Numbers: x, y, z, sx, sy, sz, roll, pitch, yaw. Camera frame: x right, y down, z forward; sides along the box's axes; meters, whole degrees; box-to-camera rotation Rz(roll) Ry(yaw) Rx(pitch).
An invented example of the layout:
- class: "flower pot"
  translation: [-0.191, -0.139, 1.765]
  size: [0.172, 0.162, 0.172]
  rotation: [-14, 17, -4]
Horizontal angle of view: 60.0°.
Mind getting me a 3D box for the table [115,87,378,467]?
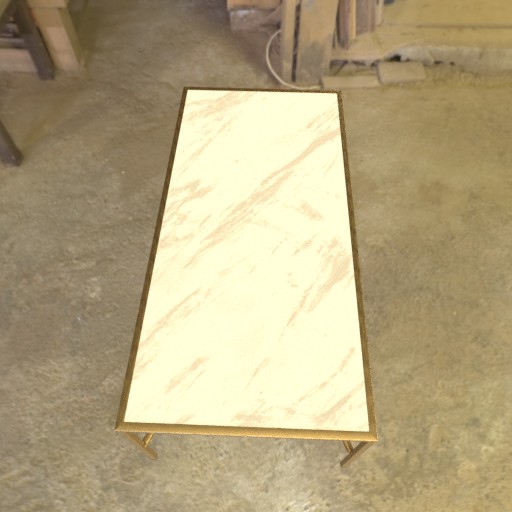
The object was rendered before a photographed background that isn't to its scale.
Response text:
- class: "table"
  translation: [0.000, 0.000, 1.459]
  size: [0.577, 0.405, 1.197]
  rotation: [2, 57, 1]
